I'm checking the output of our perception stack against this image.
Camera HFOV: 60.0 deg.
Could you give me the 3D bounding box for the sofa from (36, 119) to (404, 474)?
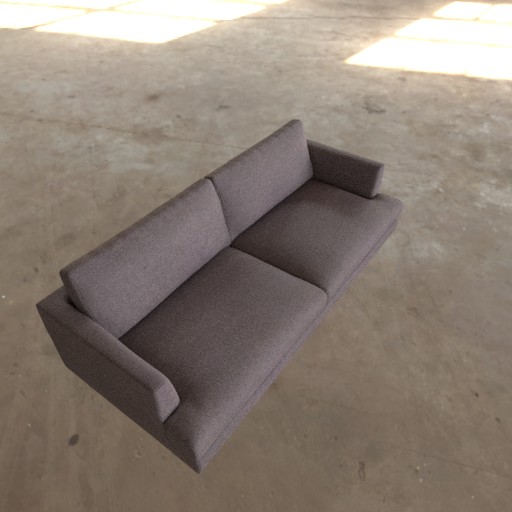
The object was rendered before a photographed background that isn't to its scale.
[{"bbox_3d":[0.000,0.000,2.719,1.020,0.868,2.250,26,48,26],"label":"sofa"}]
